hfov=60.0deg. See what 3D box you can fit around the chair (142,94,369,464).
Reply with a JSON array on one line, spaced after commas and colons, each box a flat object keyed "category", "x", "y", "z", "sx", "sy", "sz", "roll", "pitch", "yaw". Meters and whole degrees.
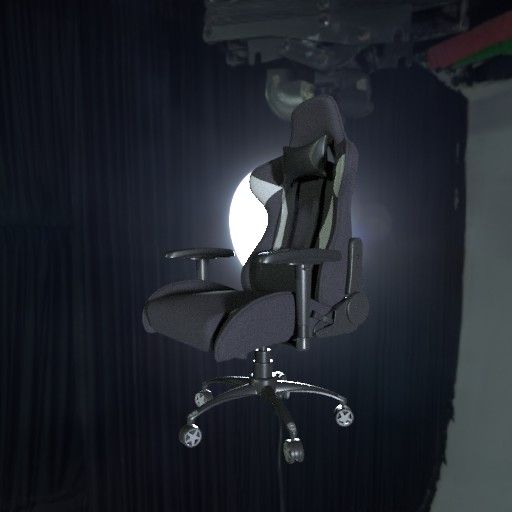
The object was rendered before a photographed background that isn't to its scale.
[{"category": "chair", "x": 0.000, "y": 0.000, "z": 1.678, "sx": 0.695, "sy": 1.300, "sz": 0.730, "roll": -1, "pitch": 2, "yaw": -35}]
